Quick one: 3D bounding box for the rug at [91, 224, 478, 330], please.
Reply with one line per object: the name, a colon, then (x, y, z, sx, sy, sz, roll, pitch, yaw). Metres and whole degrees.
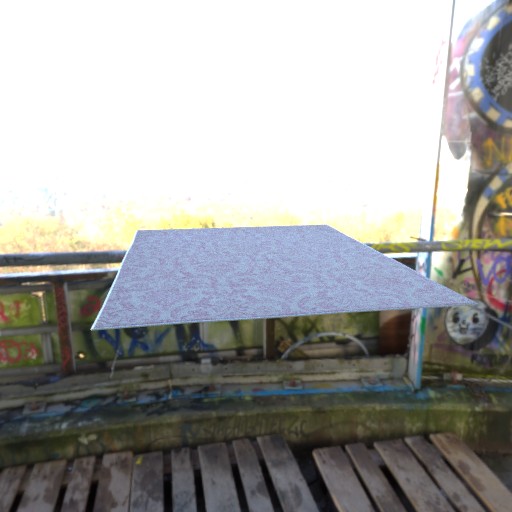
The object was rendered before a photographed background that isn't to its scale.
rug: (0.000, 0.000, 4.052, 2.363, 0.012, 2.980, -2, 14, -10)
